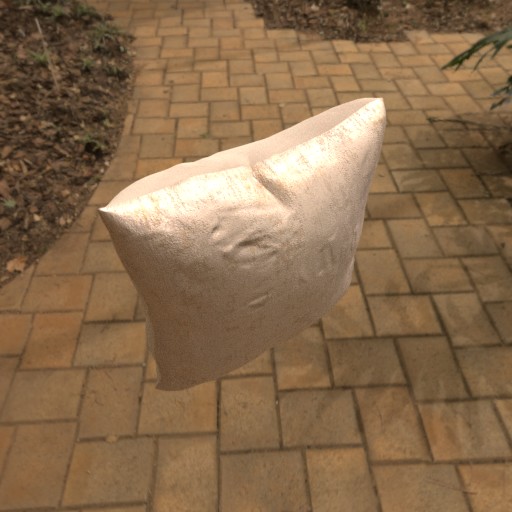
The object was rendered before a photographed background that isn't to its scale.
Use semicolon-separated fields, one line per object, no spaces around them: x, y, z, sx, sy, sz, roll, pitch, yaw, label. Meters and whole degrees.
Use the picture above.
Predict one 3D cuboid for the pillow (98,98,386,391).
0.000;0.000;0.741;0.450;0.448;0.245;-25;52;-21;pillow
